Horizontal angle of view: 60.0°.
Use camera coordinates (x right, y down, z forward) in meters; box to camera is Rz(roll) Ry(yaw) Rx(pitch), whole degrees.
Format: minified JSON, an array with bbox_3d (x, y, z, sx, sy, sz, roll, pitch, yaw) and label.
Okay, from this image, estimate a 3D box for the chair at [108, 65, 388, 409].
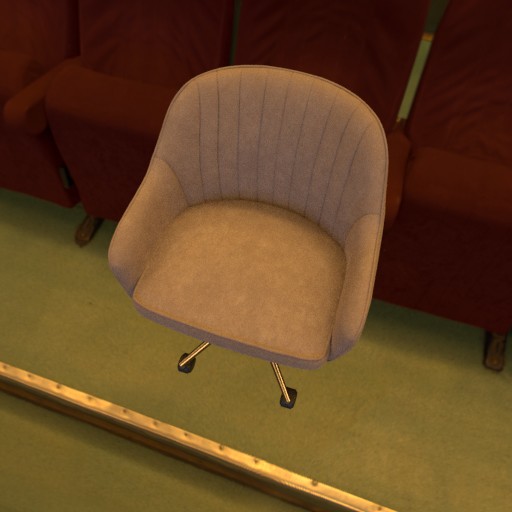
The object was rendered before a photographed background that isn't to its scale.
[{"bbox_3d":[0.000,0.000,1.262,0.635,0.831,0.573,16,60,10],"label":"chair"}]
